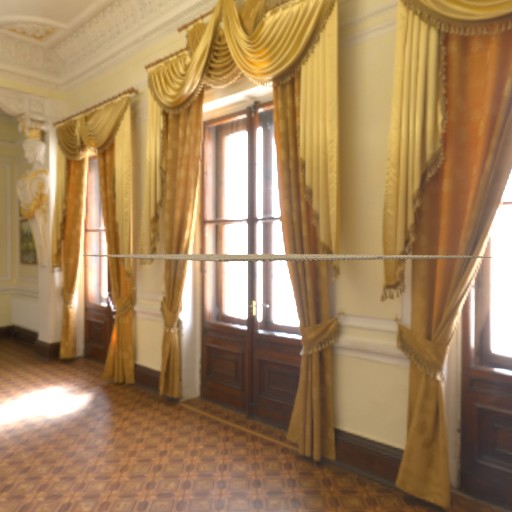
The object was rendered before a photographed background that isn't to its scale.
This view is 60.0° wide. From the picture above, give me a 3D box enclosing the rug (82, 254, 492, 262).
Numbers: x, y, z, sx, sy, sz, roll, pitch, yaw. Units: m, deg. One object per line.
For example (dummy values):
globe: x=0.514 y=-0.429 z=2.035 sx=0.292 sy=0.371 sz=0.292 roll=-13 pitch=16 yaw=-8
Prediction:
rug: x=0.000 y=0.000 z=4.043 sx=2.380 sy=0.013 sz=3.051 roll=0 pitch=1 yaw=-34
